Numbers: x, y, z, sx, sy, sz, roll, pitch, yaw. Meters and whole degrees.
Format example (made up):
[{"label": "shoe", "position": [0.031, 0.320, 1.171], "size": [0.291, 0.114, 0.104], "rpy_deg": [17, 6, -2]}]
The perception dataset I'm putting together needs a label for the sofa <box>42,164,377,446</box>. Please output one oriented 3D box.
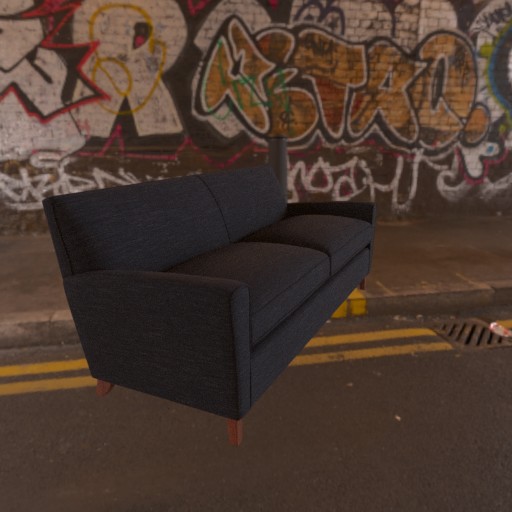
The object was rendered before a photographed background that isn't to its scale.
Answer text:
[{"label": "sofa", "position": [0.000, 0.000, 2.430], "size": [0.875, 0.846, 1.976], "rpy_deg": [8, 18, 26]}]
